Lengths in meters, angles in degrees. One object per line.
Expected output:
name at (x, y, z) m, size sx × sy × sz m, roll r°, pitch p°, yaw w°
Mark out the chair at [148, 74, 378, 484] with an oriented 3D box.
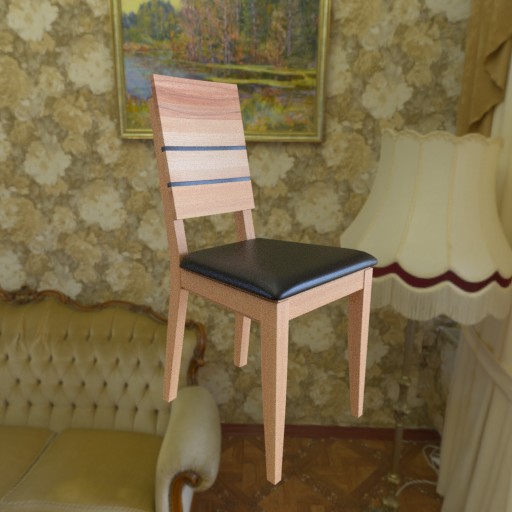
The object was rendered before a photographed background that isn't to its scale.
chair at (0.000, 0.000, 1.206) m, size 0.520 × 0.940 × 0.410 m, roll 13°, pitch 20°, yaw 42°
